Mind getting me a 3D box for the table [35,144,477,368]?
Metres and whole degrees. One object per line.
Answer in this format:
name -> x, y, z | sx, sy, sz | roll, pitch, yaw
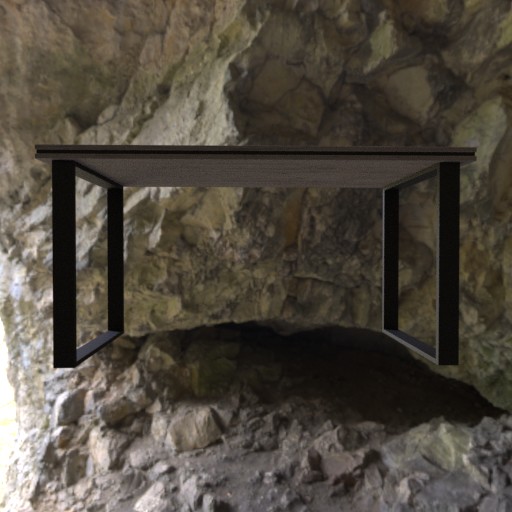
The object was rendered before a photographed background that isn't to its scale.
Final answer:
table -> 0.000, 0.000, 2.185 | 1.778, 0.899, 0.795 | 0, 1, -2
